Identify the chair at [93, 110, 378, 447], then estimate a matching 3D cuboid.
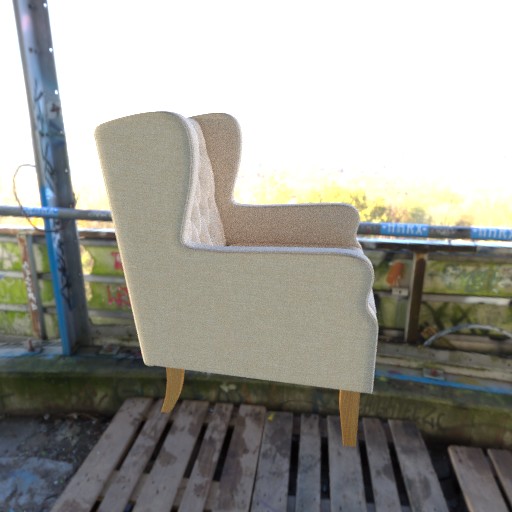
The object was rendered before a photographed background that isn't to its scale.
[{"bbox_3d":[0.000,0.000,1.501,0.760,0.930,0.710,3,18,9],"label":"chair"}]
